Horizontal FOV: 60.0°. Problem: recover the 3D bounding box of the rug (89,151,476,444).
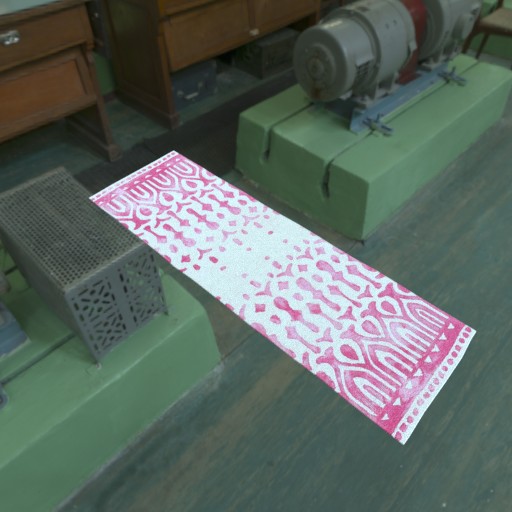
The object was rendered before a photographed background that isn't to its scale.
[{"bbox_3d":[0.000,0.000,2.681,2.458,0.011,0.787,34,56,28],"label":"rug"}]
